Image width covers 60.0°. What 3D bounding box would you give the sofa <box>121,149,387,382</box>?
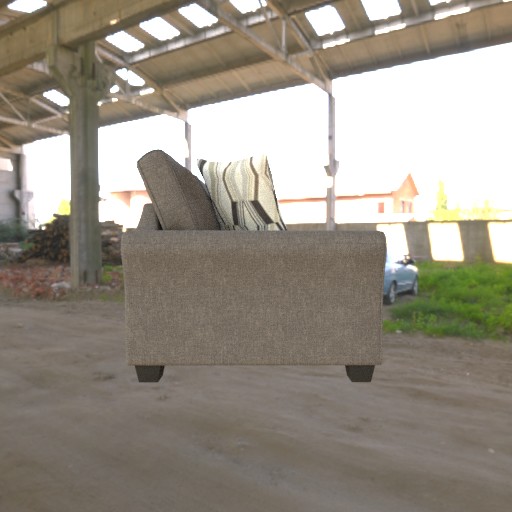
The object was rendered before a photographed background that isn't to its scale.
[{"bbox_3d":[0.000,0.000,2.449,0.889,0.813,2.032,0,2,0],"label":"sofa"}]
